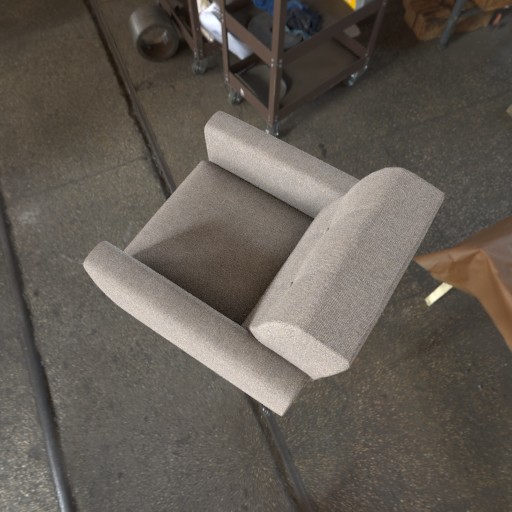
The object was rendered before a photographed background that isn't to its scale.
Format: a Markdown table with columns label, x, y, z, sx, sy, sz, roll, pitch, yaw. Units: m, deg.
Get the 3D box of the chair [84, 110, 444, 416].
| label | x | y | z | sx | sy | sz | roll | pitch | yaw |
| --- | --- | --- | --- | --- | --- | --- | --- | --- | --- |
| chair | 0.000 | 0.000 | 1.693 | 0.942 | 0.968 | 0.845 | 31 | 69 | 13 |
